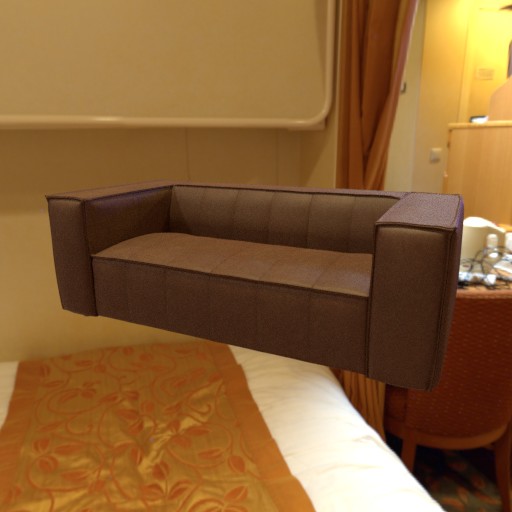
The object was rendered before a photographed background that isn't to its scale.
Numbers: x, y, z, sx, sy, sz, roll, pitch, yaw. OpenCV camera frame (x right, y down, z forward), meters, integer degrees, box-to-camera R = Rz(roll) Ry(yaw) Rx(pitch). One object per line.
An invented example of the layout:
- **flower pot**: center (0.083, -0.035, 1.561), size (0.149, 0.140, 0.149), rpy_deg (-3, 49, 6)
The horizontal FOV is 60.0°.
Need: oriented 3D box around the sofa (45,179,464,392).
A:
- **sofa**: center (0.000, 0.000, 2.500), size (2.088, 0.703, 1.102), rpy_deg (7, 16, 25)
